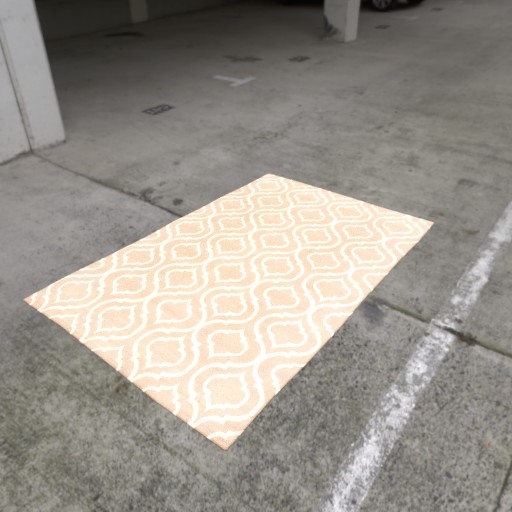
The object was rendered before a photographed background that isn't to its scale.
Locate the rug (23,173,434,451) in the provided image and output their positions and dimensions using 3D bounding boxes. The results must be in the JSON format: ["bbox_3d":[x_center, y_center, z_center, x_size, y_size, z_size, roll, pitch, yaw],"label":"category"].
[{"bbox_3d":[0.000,0.000,2.158,1.152,0.013,1.761,23,39,31],"label":"rug"}]
